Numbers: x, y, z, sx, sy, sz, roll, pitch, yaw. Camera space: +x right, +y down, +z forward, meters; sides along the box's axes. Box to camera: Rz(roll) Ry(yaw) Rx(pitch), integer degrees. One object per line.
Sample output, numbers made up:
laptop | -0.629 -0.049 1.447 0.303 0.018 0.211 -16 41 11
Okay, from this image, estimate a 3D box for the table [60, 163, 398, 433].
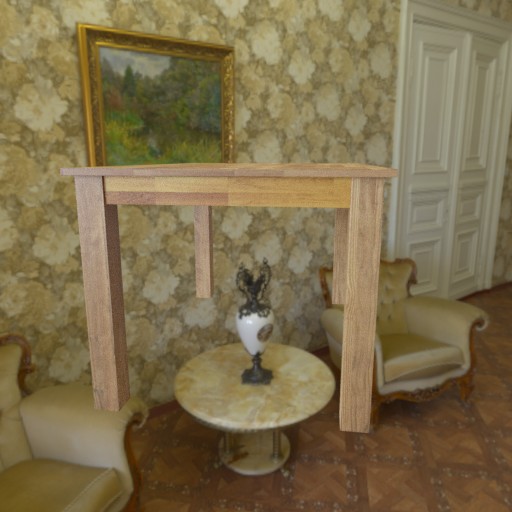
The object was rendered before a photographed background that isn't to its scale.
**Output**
table | 0.000 0.000 1.865 0.900 0.750 1.300 2 13 8
